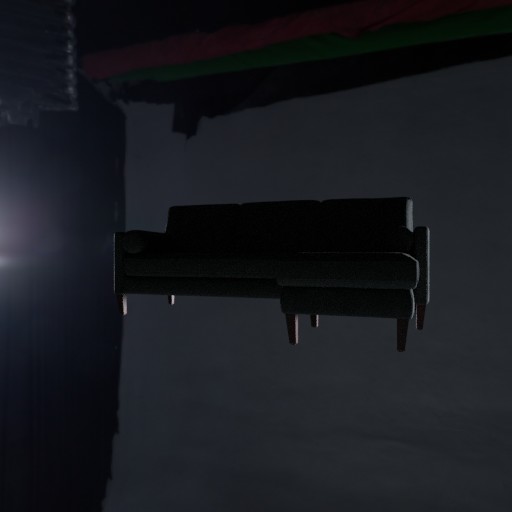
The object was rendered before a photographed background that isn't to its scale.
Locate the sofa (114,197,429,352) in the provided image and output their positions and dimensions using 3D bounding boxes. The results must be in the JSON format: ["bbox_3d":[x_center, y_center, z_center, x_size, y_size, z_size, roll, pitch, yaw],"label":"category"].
[{"bbox_3d":[0.000,0.000,2.985,2.178,0.876,1.506,0,0,19],"label":"sofa"}]
